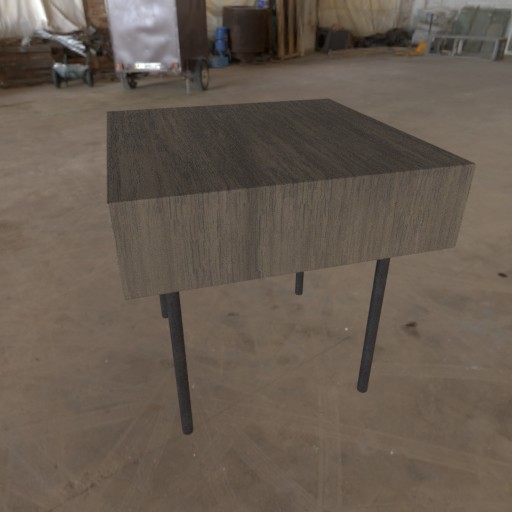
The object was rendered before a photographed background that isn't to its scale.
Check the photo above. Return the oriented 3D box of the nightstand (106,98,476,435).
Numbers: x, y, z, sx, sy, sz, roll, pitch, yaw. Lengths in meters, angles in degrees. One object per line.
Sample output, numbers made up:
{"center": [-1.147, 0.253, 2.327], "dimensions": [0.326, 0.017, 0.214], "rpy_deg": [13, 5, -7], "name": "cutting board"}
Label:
{"center": [0.000, 0.000, 0.896], "dimensions": [0.503, 0.497, 0.502], "rpy_deg": [-8, 31, -14], "name": "nightstand"}
